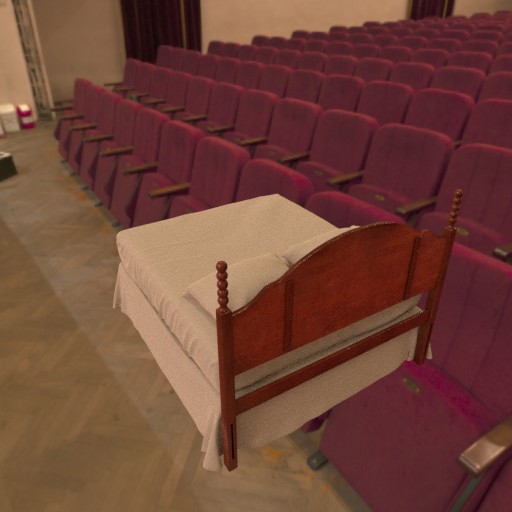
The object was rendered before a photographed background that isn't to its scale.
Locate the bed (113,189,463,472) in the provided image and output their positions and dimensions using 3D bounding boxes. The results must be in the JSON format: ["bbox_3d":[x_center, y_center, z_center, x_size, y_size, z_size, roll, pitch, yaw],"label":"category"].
[{"bbox_3d":[0.000,0.000,3.304,1.873,1.356,2.040,-17,34,-28],"label":"bed"}]
